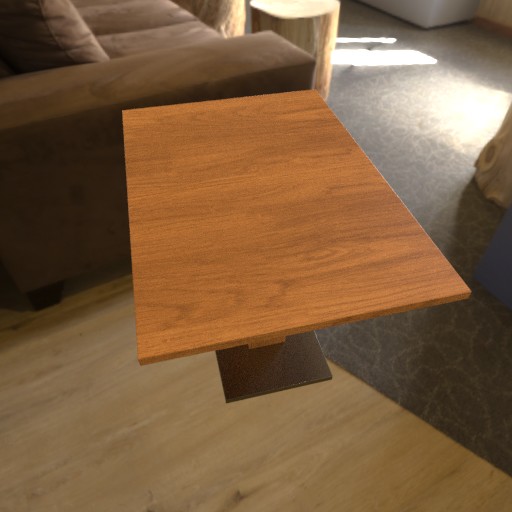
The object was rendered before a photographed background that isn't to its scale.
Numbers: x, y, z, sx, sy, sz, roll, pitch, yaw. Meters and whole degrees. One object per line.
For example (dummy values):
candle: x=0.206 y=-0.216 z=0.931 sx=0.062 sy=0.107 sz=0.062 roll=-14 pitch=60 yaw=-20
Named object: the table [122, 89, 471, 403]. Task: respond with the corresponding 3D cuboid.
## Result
table: x=0.000 y=0.000 z=1.857 sx=0.900 sy=0.770 sz=1.300 roll=-10 pitch=46 yaw=-10
